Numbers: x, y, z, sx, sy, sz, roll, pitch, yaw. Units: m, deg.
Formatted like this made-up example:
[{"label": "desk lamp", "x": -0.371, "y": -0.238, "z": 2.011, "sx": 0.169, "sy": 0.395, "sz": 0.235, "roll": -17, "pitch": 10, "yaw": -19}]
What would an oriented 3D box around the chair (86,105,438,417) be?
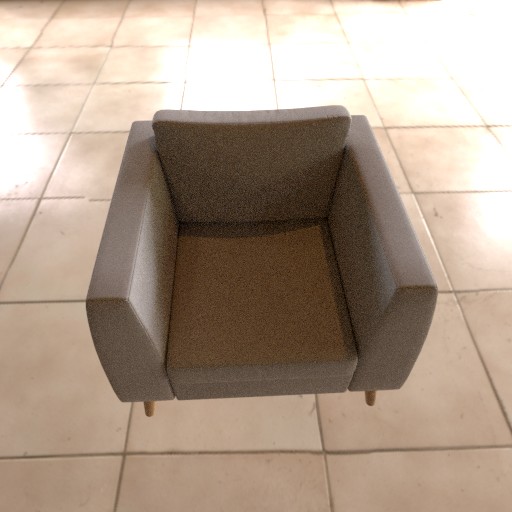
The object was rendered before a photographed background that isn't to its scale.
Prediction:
[{"label": "chair", "x": 0.000, "y": 0.000, "z": 1.675, "sx": 1.000, "sy": 0.860, "sz": 0.930, "roll": -2, "pitch": 47, "yaw": -2}]
